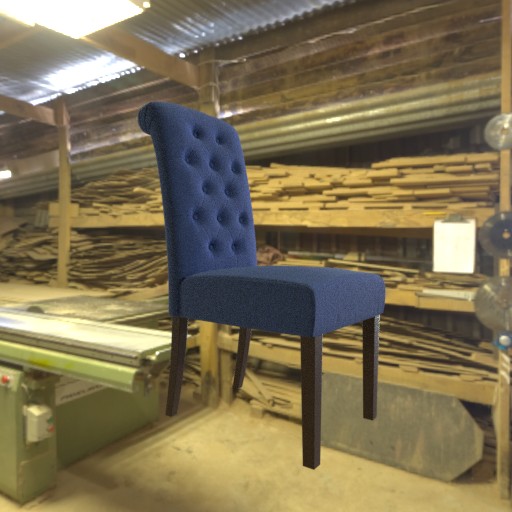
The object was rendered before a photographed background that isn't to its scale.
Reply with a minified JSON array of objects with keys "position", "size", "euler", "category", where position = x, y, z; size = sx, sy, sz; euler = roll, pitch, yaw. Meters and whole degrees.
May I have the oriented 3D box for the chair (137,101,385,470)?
[{"position":[0.000,0.000,1.399],"size":[0.671,1.006,0.456],"euler":[1,2,36],"category":"chair"}]
